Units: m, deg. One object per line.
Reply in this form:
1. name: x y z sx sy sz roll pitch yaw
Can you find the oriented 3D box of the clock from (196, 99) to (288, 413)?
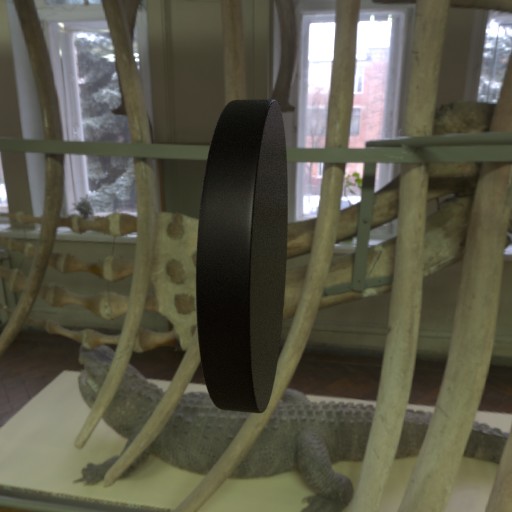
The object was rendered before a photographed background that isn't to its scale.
1. clock: 0.000 0.000 0.471 0.040 0.314 0.314 2 16 9
